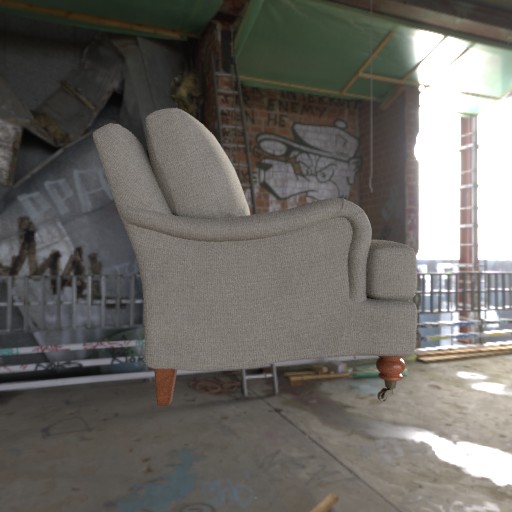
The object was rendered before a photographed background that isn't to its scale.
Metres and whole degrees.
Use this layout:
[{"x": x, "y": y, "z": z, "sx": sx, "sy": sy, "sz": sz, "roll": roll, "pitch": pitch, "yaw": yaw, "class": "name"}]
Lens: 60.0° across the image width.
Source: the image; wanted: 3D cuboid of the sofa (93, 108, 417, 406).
[{"x": 0.000, "y": 0.000, "z": 2.146, "sx": 1.087, "sy": 0.999, "sz": 1.480, "roll": 0, "pitch": -1, "yaw": 0, "class": "sofa"}]
